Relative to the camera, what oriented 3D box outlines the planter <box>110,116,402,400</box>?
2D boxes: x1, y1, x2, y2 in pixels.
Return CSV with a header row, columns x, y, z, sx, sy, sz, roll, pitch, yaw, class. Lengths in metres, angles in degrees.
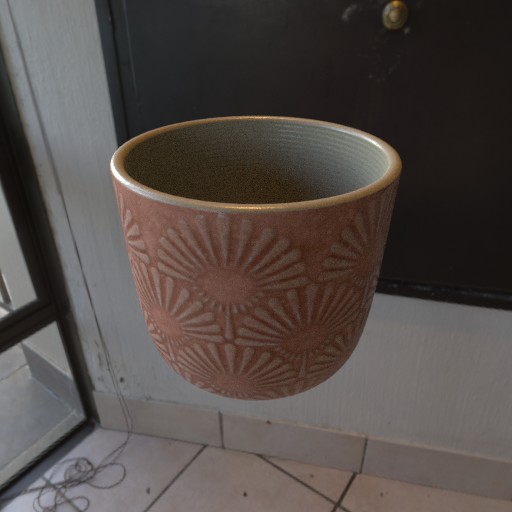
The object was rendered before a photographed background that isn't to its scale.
x,y,z,sx,sy,sz,roll,pitch,yaw,class
0.000,0.000,0.222,0.124,0.109,0.124,0,31,0,planter
